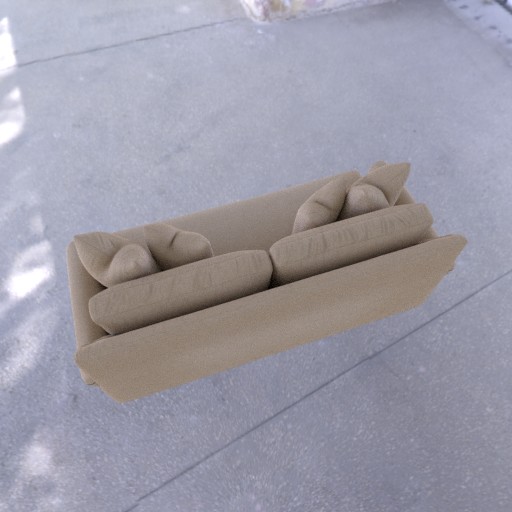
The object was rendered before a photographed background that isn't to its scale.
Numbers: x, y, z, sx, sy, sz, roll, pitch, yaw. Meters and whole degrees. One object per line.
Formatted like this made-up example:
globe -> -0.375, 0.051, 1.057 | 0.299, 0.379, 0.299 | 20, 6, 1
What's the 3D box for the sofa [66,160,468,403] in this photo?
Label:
sofa -> 0.000, 0.000, 2.843 | 2.285, 0.904, 1.067 | -16, 59, -10
